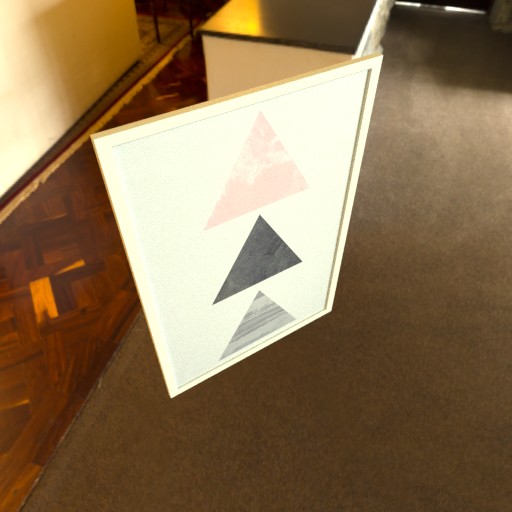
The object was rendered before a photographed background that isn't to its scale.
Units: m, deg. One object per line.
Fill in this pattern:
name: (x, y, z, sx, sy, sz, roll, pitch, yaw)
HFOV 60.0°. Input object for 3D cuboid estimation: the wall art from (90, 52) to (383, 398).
wall art: (0.000, 0.000, 0.841, 0.456, 0.656, 0.013, -24, 51, -22)
